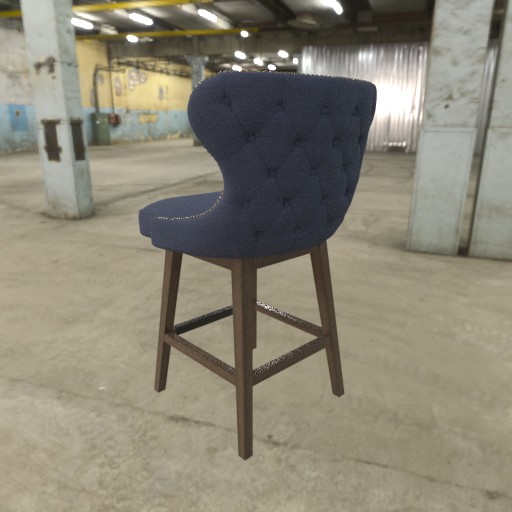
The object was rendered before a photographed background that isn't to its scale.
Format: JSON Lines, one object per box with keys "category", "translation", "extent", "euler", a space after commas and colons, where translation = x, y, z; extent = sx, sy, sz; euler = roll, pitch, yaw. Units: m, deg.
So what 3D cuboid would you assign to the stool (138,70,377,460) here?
{"category": "stool", "translation": [0.000, 0.000, 1.331], "extent": [0.615, 0.972, 0.597], "euler": [-15, 22, -41]}
